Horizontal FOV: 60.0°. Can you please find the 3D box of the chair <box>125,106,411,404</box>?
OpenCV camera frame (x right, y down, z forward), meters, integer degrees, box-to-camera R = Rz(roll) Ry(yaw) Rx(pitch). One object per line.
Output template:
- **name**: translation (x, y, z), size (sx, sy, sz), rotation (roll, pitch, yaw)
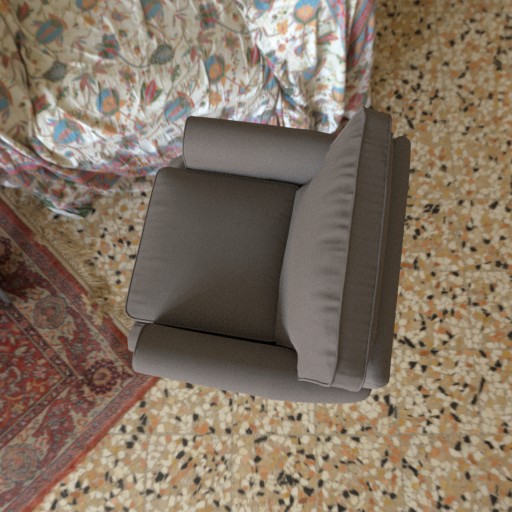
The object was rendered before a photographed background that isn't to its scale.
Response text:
- **chair**: translation (0.000, 0.000, 1.735), size (0.966, 0.967, 1.029), rotation (9, 76, 2)
